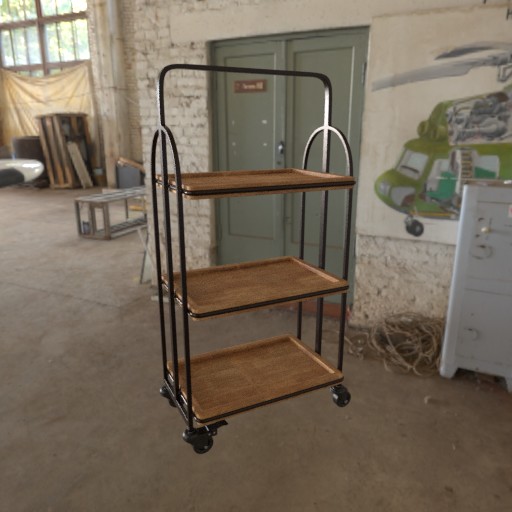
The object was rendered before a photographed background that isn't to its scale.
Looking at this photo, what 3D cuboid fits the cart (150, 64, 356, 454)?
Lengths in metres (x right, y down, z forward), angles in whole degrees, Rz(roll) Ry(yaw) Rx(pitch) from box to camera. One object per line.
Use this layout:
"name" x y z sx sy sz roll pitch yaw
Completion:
"cart" 0.000 0.000 1.278 0.553 1.001 0.327 -8 18 -26
